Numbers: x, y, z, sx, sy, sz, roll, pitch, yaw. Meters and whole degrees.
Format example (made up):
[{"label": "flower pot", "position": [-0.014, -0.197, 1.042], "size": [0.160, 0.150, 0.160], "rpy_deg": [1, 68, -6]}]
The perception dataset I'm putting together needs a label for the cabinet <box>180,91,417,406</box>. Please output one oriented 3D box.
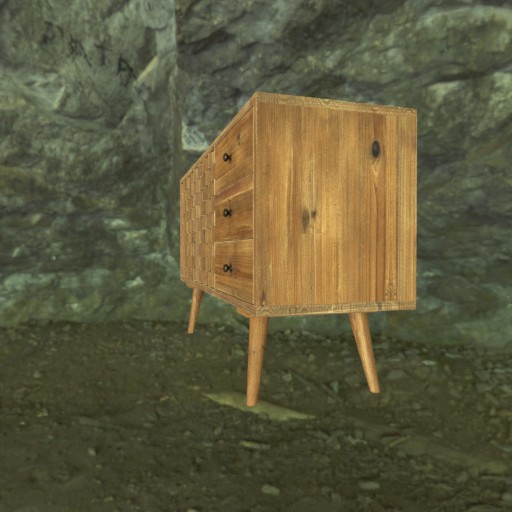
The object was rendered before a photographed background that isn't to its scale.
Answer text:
[{"label": "cabinet", "position": [0.000, 0.000, 1.788], "size": [0.472, 0.800, 1.400], "rpy_deg": [0, 1, -17]}]
